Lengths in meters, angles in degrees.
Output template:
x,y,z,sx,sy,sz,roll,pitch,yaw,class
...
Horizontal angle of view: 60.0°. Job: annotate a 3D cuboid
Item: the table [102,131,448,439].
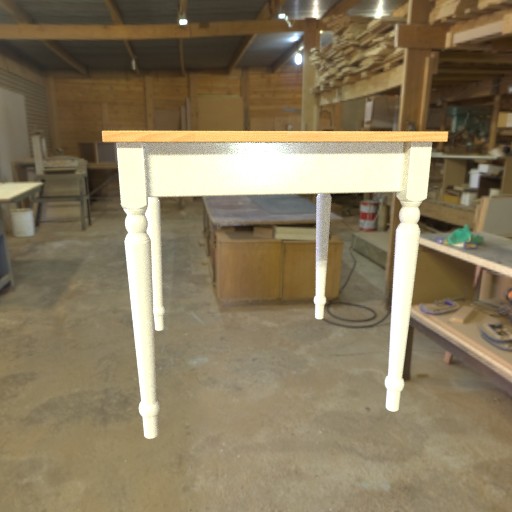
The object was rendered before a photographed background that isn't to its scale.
x,y,z,sx,sy,sz,roll,pitch,yaw,class
0.000,0.000,1.383,0.747,0.738,0.747,-3,15,-10,table
